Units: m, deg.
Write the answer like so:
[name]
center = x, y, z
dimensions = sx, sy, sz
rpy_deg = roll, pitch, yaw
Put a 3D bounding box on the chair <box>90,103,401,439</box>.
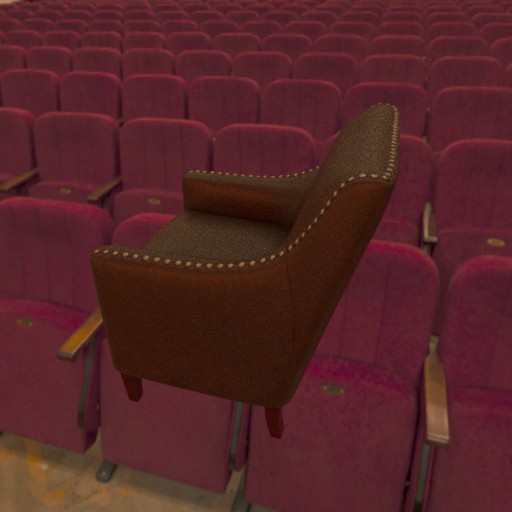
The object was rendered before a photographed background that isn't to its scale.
[chair]
center = 0.000, 0.000, 1.317
dimensions = 0.704, 0.813, 0.639
rpy_deg = 9, 32, 14
